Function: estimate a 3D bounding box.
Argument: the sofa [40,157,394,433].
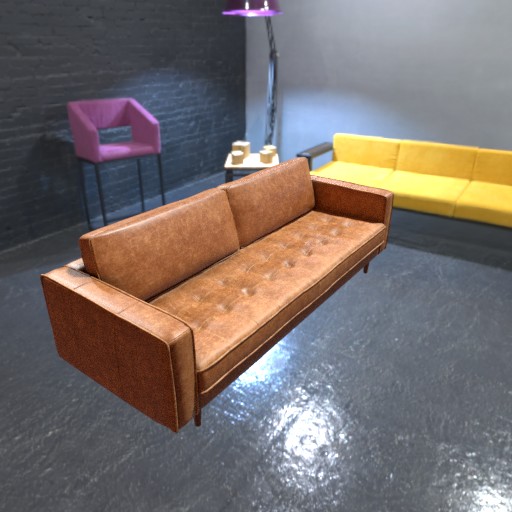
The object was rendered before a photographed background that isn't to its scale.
[{"bbox_3d":[0.000,0.000,2.646,0.886,0.779,2.199,18,31,32],"label":"sofa"}]
